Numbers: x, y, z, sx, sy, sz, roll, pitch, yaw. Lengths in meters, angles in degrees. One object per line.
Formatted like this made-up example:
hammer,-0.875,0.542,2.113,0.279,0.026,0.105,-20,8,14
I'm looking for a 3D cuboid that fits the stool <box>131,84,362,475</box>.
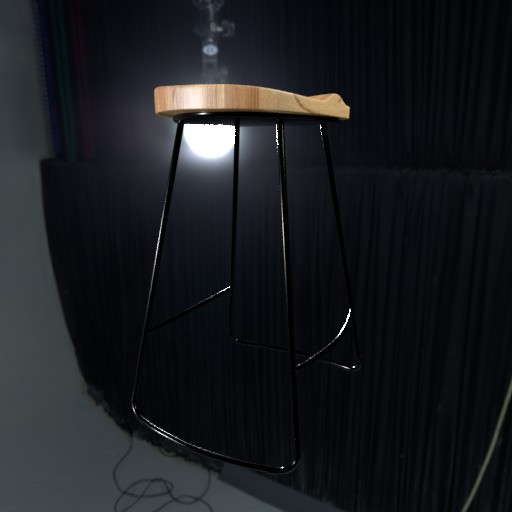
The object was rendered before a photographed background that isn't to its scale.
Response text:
stool,0.000,0.000,0.972,0.401,0.679,0.480,8,16,28
